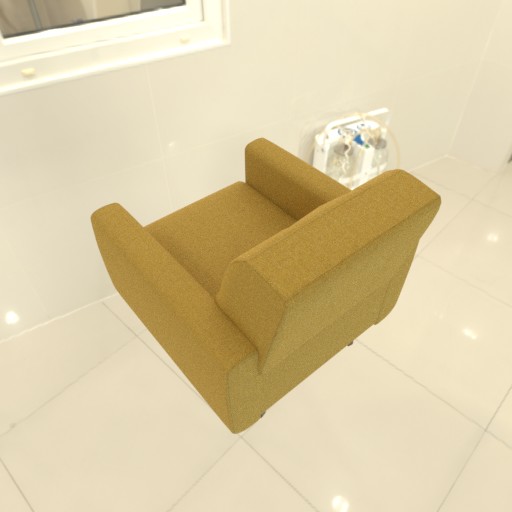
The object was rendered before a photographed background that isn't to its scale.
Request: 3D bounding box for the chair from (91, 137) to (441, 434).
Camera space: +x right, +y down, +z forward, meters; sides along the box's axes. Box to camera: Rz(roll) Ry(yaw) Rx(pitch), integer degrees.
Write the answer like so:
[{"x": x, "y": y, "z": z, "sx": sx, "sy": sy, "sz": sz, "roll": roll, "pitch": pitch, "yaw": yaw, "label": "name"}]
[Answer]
[{"x": 0.000, "y": 0.000, "z": 1.595, "sx": 0.831, "sy": 0.841, "sz": 0.909, "roll": -31, "pitch": 53, "yaw": -26, "label": "chair"}]
